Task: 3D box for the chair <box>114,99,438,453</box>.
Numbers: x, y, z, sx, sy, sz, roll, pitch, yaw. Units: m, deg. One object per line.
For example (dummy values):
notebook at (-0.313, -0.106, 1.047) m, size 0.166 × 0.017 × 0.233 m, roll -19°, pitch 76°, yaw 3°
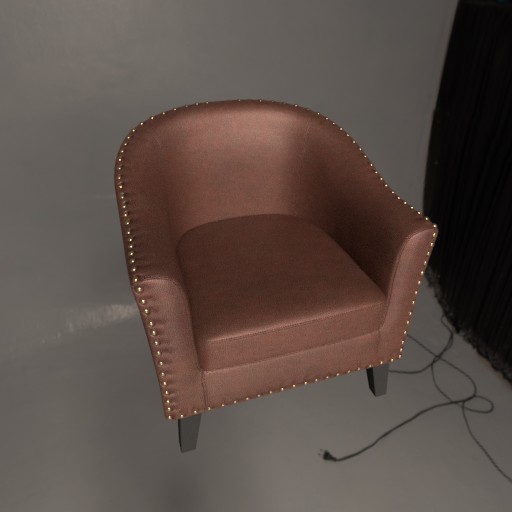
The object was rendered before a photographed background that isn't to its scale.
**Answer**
chair at (0.000, 0.000, 1.435) m, size 0.794 × 0.823 × 0.748 m, roll -10°, pitch 34°, yaw -15°
